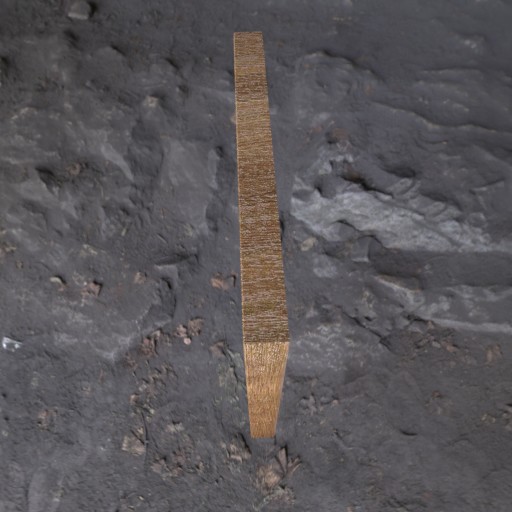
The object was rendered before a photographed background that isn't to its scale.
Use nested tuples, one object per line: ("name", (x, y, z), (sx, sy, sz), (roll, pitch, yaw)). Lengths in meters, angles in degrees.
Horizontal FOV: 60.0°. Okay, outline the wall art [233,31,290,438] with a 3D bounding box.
("wall art", (0.000, 0.000, 0.614), (0.039, 0.403, 0.406), (-2, 58, -1))
